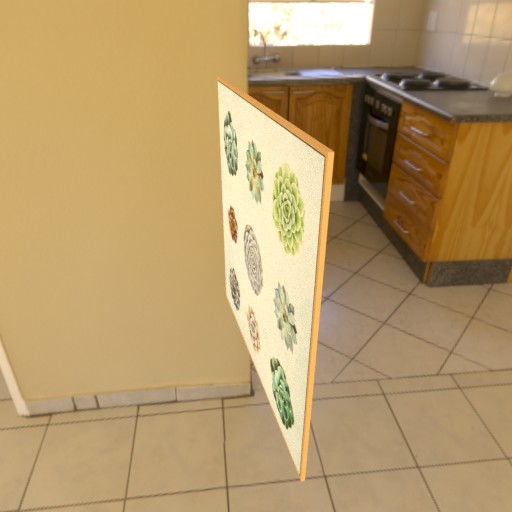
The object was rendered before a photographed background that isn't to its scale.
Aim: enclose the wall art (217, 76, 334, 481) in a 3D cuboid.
[{"bbox_3d":[0.000,0.000,1.433,0.013,0.959,0.962,-8,31,-14],"label":"wall art"}]
